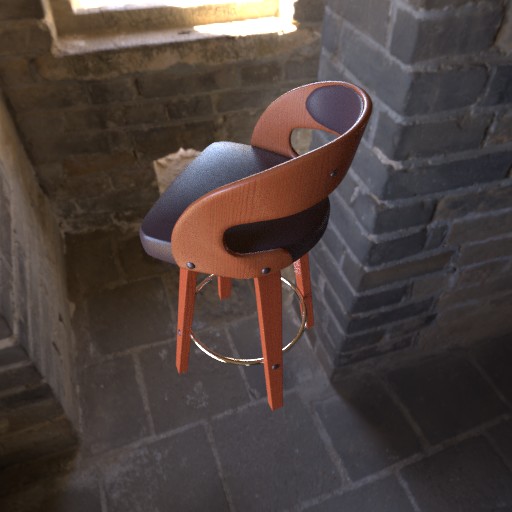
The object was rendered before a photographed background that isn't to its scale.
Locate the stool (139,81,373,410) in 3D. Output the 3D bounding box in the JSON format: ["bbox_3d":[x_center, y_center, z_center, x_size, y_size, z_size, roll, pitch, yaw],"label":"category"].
[{"bbox_3d":[0.000,0.000,1.217,0.457,0.940,0.457,17,49,15],"label":"stool"}]
